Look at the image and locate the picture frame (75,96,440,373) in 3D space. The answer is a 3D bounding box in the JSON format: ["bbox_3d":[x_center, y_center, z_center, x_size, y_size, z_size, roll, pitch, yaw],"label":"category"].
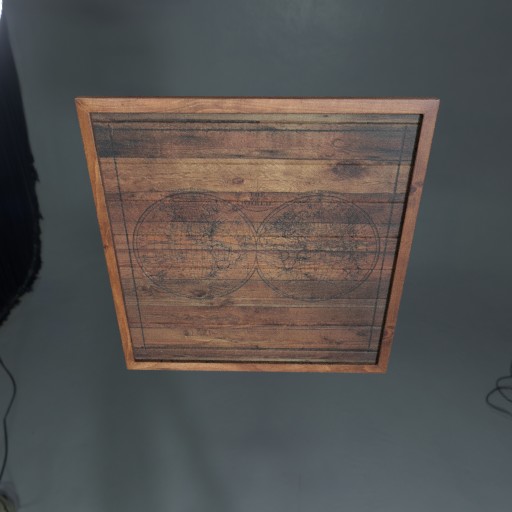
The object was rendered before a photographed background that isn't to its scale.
[{"bbox_3d":[0.000,0.000,1.195,0.810,0.817,0.029,1,30,1],"label":"picture frame"}]
